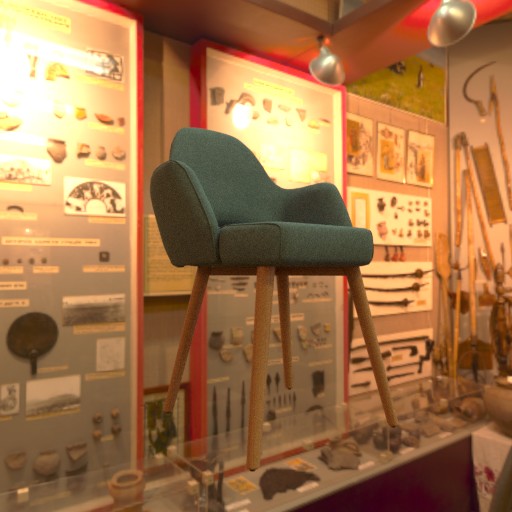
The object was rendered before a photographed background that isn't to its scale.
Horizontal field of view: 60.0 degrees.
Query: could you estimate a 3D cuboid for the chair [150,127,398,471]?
[{"bbox_3d":[0.000,0.000,1.332,0.589,0.920,0.666,1,-2,-34],"label":"chair"}]
